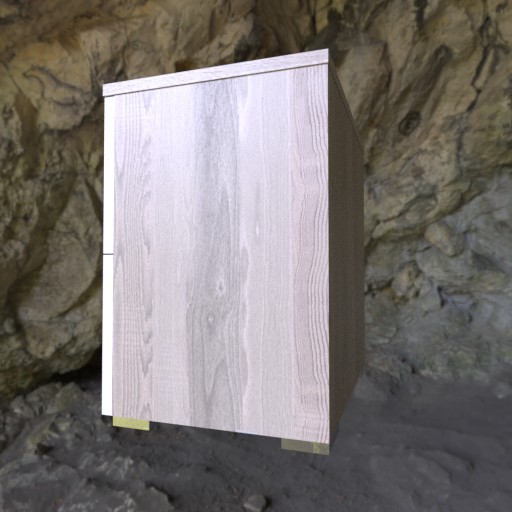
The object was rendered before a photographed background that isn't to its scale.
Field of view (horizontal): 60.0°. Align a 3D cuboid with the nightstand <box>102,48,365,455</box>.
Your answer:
[{"bbox_3d":[0.000,0.000,0.762,0.325,0.461,0.442,-1,-2,19],"label":"nightstand"}]
